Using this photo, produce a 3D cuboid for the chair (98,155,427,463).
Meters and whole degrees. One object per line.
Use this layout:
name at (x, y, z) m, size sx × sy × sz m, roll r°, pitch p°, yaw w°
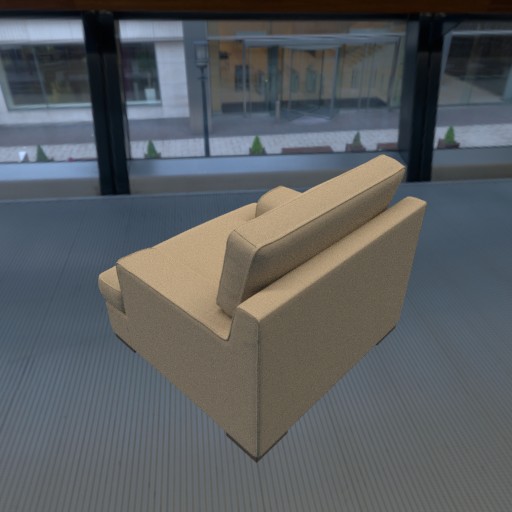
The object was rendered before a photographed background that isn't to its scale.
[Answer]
chair at (0.000, 0.000, 2.216) m, size 1.274 × 1.005 × 1.293 m, roll 22°, pitch 39°, yaw 30°
